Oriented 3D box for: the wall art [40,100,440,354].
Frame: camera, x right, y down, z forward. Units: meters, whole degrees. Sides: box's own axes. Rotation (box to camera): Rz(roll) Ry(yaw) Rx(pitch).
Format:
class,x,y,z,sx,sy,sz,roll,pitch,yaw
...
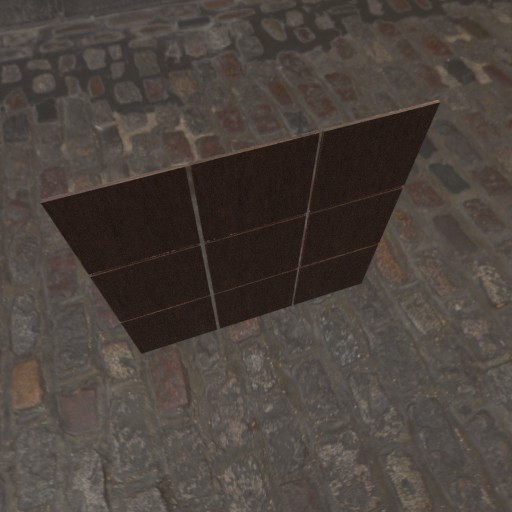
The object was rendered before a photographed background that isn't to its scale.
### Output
class,x,y,z,sx,sy,sz,roll,pitch,yaw
wall art,0.000,0.000,2.264,1.527,1.525,0.014,-16,60,-10
